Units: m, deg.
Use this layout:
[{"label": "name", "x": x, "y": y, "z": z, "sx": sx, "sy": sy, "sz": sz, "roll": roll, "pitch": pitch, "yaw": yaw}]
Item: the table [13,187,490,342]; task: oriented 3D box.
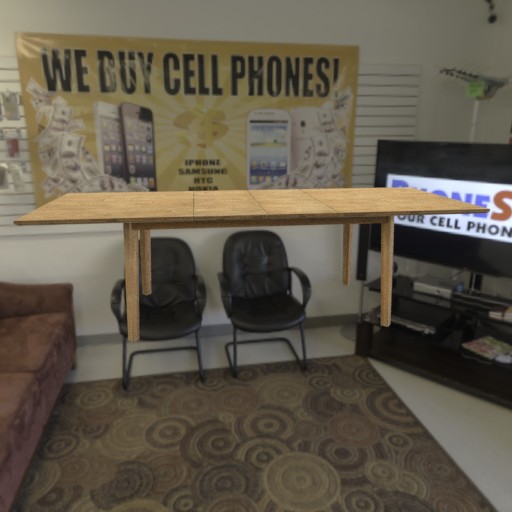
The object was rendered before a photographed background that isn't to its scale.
[{"label": "table", "x": 0.000, "y": 0.000, "z": 2.981, "sx": 2.603, "sy": 0.752, "sz": 1.000, "roll": -2, "pitch": 16, "yaw": -7}]
